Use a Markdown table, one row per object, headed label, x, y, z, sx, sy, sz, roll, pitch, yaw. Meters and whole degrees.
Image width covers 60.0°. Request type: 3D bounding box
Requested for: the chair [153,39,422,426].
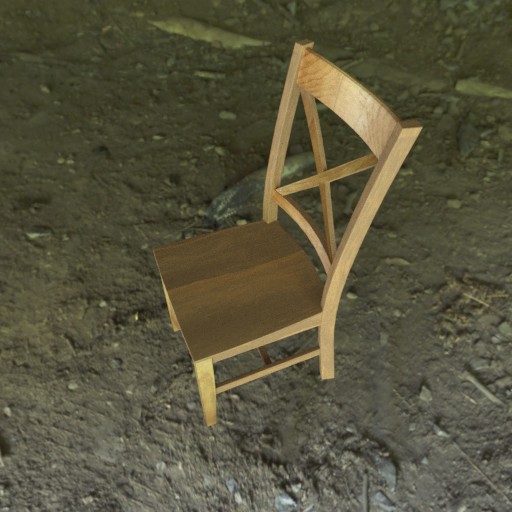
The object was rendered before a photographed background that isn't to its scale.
| label | x | y | z | sx | sy | sz | roll | pitch | yaw |
| --- | --- | --- | --- | --- | --- | --- | --- | --- | --- |
| chair | 0.000 | 0.000 | 1.297 | 0.542 | 0.983 | 0.485 | -17 | 48 | -16 |
